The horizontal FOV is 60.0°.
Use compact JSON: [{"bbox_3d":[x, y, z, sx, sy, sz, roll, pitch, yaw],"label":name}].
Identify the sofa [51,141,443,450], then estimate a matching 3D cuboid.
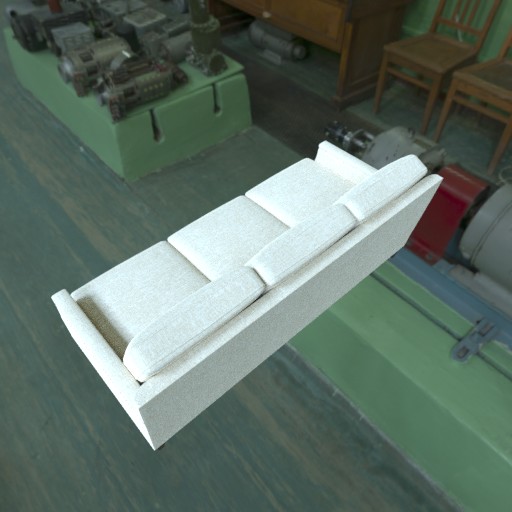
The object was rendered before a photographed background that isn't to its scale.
[{"bbox_3d":[0.000,0.000,2.767,2.210,0.940,1.041,-34,56,-27],"label":"sofa"}]
